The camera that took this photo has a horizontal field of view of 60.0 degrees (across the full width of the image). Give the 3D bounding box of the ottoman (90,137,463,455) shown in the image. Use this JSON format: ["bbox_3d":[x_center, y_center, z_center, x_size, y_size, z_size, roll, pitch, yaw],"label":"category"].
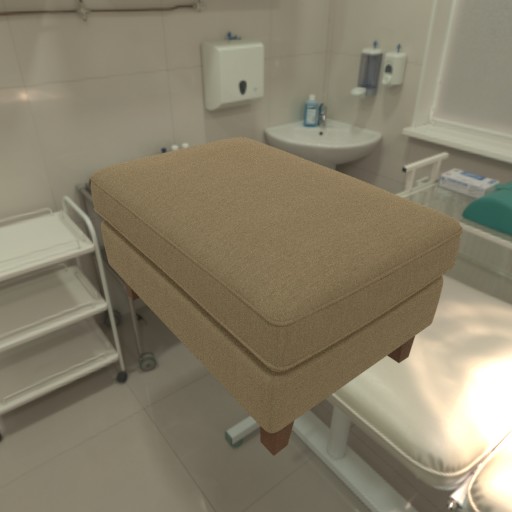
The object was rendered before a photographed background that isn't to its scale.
[{"bbox_3d":[0.000,0.000,1.336,0.636,0.521,0.945,-22,38,-32],"label":"ottoman"}]
